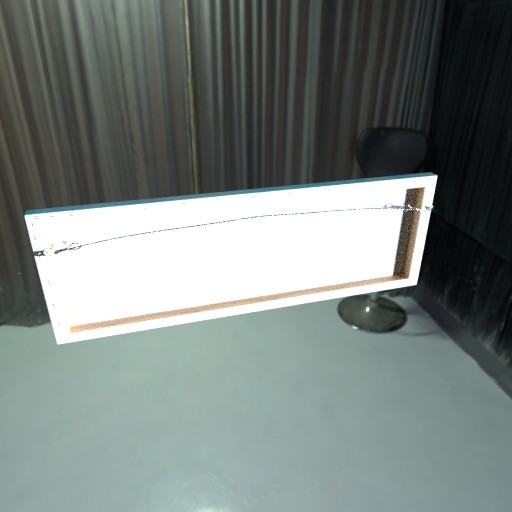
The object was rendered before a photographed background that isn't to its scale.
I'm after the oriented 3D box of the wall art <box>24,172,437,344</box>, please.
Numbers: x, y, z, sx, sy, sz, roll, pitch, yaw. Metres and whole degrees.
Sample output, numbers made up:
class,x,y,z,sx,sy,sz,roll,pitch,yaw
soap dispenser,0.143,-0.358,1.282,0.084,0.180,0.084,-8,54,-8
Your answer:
class,x,y,z,sx,sy,sz,roll,pitch,yaw
wall art,0.000,0.000,0.848,0.759,0.254,0.044,-8,28,-15
